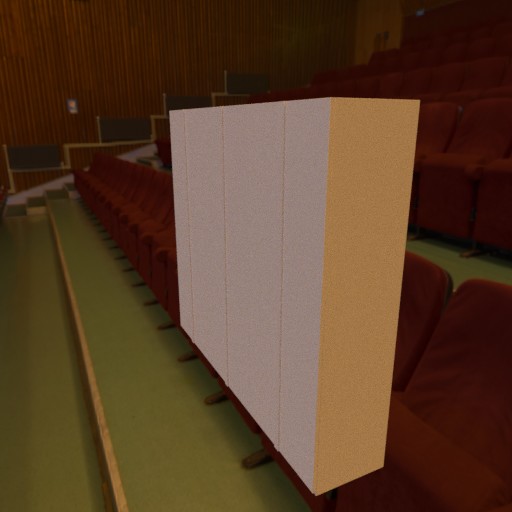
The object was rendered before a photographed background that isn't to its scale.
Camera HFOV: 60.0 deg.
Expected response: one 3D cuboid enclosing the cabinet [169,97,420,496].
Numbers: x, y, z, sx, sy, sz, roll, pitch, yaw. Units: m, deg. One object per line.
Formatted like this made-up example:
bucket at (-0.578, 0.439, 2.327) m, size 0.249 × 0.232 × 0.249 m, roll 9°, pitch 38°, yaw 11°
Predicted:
cabinet at (0.000, 0.000, 3.720) m, size 0.590 × 2.370 × 2.700 m, roll -8°, pitch 19°, yaw -26°
